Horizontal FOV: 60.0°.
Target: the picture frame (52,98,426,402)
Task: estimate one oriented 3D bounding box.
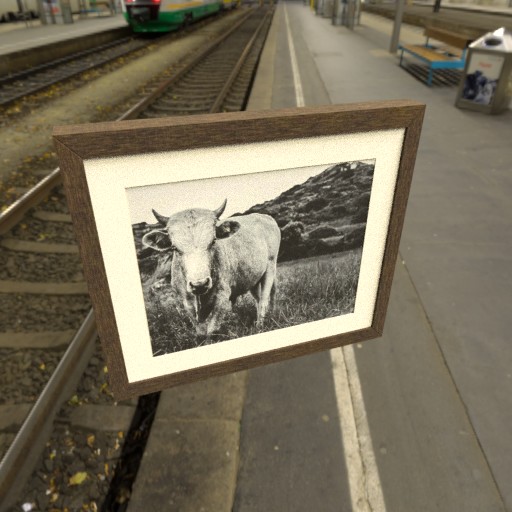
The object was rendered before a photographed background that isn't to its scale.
[{"bbox_3d":[0.000,0.000,0.528,0.378,0.330,0.033,-10,32,-16],"label":"picture frame"}]
